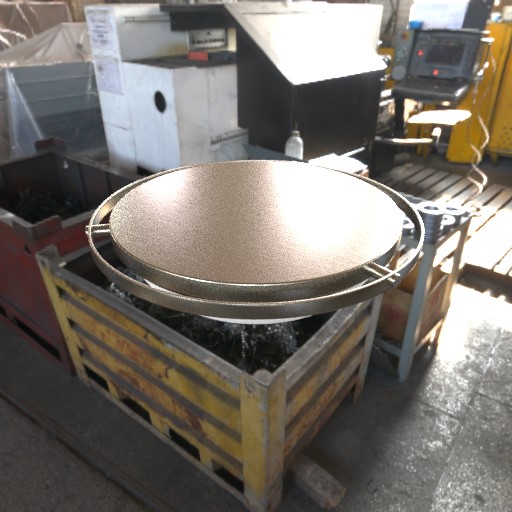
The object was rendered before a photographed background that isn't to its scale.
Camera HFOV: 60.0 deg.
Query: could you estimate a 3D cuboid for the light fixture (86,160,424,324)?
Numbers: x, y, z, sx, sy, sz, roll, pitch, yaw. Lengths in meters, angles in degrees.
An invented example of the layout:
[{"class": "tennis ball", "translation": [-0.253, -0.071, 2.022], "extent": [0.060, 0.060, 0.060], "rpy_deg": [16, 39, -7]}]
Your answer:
[{"class": "light fixture", "translation": [0.000, 0.000, 0.530], "extent": [0.361, 0.130, 0.361], "rpy_deg": [0, 30, 0]}]
